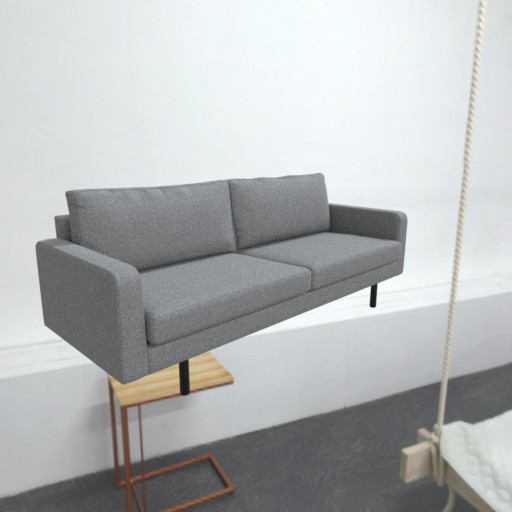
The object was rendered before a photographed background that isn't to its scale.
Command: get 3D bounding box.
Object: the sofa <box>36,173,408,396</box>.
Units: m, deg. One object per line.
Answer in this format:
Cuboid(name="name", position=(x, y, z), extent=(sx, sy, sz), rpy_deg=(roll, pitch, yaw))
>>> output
Cuboid(name="sofa", position=(0.000, 0.000, 2.661), extent=(2.200, 0.880, 0.880), rpy_deg=(-13, 19, -43))
